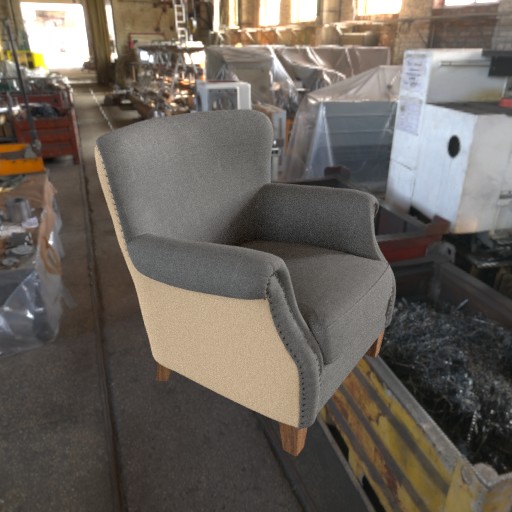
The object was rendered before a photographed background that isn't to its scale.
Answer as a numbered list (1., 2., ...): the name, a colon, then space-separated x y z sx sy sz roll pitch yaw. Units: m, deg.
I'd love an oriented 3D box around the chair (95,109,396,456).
1. chair: 0.000 0.000 1.643 0.921 0.936 0.861 17 30 32
